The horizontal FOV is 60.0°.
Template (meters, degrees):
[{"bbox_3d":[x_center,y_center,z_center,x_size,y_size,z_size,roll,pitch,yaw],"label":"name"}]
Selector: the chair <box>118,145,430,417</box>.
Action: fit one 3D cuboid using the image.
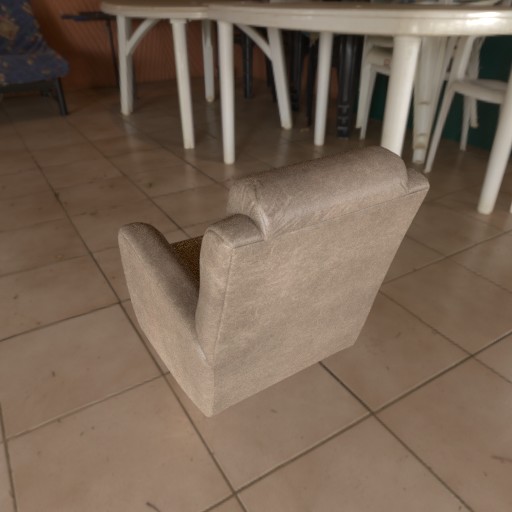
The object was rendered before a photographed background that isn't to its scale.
[{"bbox_3d":[0.000,0.000,1.997,0.967,1.116,1.068,-18,36,-28],"label":"chair"}]
